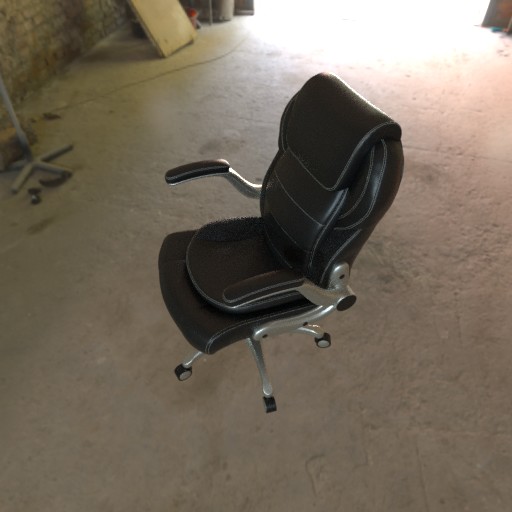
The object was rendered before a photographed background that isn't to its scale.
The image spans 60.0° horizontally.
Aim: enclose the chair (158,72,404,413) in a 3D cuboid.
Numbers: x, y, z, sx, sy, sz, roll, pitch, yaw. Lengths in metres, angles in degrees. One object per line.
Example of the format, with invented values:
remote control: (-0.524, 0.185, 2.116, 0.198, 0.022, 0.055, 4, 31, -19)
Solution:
chair: (0.000, 0.000, 1.680, 0.801, 1.141, 0.724, -17, 48, -16)
